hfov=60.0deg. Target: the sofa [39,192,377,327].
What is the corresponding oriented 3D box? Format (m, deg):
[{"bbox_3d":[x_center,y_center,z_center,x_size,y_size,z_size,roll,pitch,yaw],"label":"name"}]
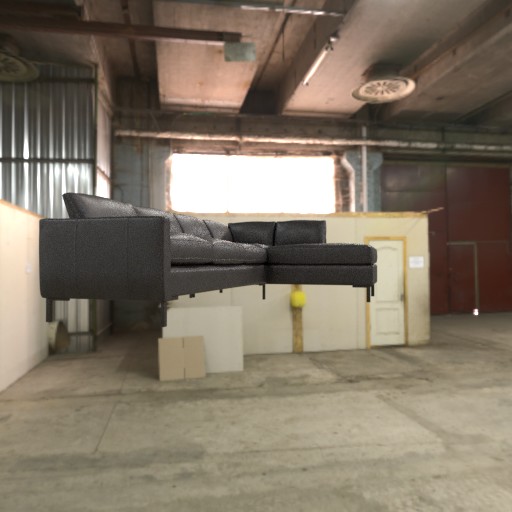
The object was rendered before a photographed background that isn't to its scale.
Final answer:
[{"bbox_3d":[0.000,0.000,3.907,1.938,0.877,2.984,0,-1,18],"label":"sofa"}]
